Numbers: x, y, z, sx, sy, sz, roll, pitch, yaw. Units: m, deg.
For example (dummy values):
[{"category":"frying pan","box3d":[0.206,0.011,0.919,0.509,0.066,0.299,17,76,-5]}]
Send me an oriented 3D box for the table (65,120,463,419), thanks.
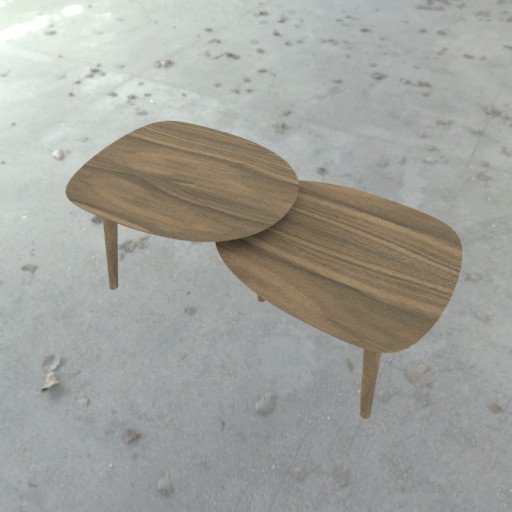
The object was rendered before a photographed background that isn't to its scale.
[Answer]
[{"category":"table","box3d":[0.000,0.000,1.351,1.084,0.429,0.527,23,49,21]}]
